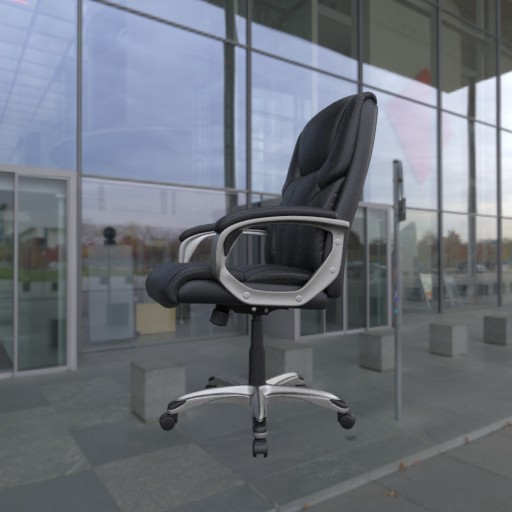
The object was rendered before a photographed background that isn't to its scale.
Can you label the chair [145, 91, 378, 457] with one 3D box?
[{"bbox_3d":[0.000,0.000,1.587,0.739,1.155,0.663,0,-1,-19],"label":"chair"}]
